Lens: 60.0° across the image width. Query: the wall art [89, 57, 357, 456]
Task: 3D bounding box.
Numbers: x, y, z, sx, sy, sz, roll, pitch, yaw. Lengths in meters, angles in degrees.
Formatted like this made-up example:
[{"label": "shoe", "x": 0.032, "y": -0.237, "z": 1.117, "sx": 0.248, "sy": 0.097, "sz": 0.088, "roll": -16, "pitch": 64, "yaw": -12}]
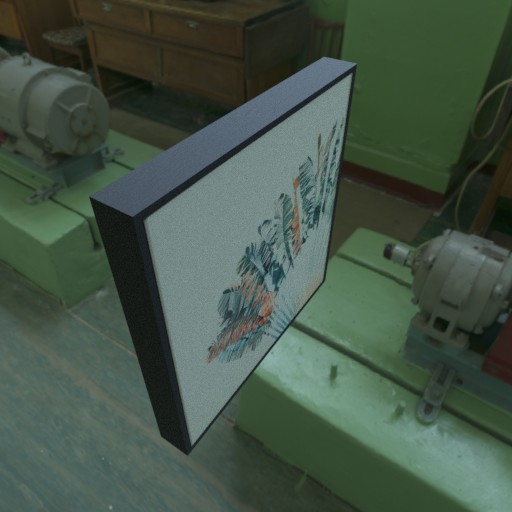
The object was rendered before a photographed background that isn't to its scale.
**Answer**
[{"label": "wall art", "x": 0.000, "y": 0.000, "z": 0.449, "sx": 0.036, "sy": 0.300, "sz": 0.302, "roll": 24, "pitch": 47, "yaw": 25}]
